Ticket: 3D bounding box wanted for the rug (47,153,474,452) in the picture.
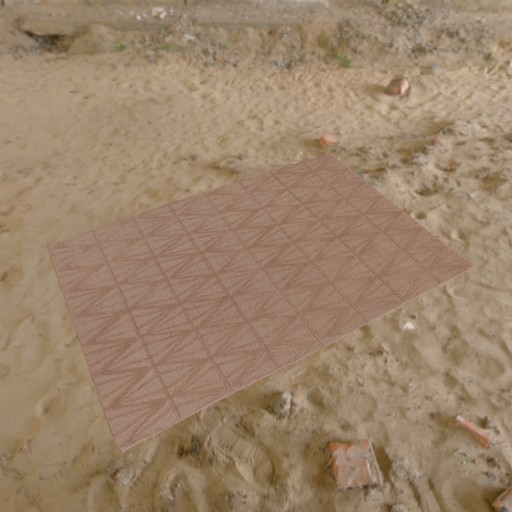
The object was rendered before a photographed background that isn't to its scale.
[{"bbox_3d":[0.000,0.000,2.274,1.837,0.025,1.230,-22,49,-21],"label":"rug"}]
